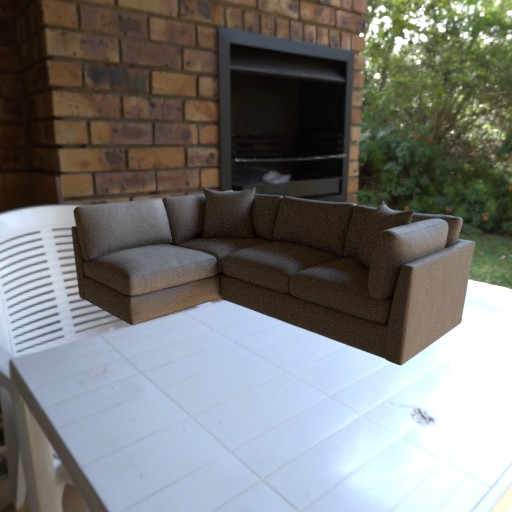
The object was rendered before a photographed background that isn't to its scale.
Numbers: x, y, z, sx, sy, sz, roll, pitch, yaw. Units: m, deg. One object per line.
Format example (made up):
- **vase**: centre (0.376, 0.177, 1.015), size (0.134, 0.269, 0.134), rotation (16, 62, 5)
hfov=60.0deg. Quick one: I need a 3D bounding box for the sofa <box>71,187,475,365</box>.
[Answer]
- **sofa**: centre (0.000, 0.000, 3.836), size (1.994, 0.978, 2.896), rotation (-14, 20, -43)
